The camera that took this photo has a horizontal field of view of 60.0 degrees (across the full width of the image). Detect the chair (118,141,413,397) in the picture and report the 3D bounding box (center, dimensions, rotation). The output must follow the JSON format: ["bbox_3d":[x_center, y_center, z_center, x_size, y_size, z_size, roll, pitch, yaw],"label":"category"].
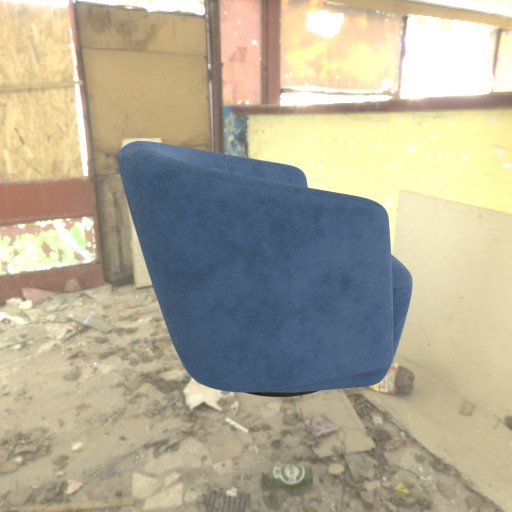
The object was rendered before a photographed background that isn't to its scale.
[{"bbox_3d":[0.000,0.000,1.385,0.767,0.698,0.773,-3,17,-8],"label":"chair"}]
